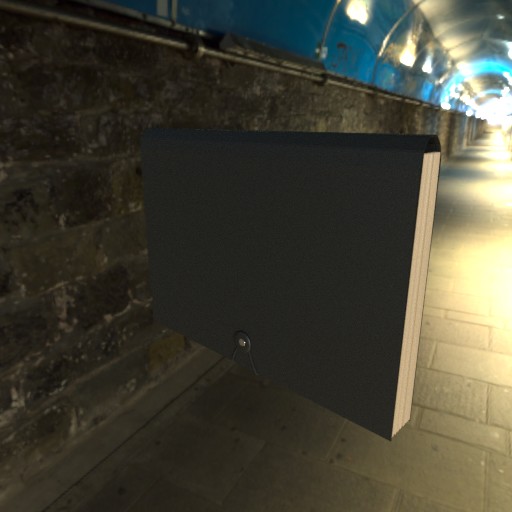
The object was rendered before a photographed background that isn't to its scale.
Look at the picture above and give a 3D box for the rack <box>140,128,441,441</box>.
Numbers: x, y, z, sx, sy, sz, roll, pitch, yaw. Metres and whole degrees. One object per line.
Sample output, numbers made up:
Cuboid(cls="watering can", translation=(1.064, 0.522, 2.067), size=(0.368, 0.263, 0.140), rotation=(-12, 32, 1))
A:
Cuboid(cls="rack", translation=(0.000, 0.000, 0.443), size=(0.330, 0.241, 0.041), rotation=(15, 23, 41))
